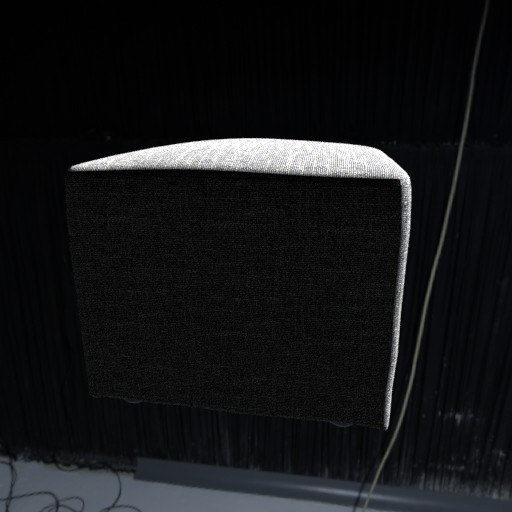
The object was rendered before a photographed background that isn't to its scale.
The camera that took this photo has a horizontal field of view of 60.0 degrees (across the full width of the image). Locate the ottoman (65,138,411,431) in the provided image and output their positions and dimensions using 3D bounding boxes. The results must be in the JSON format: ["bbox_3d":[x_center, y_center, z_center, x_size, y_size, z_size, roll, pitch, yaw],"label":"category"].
[{"bbox_3d":[0.000,0.000,0.904,0.512,0.453,0.521,3,18,10],"label":"ottoman"}]
